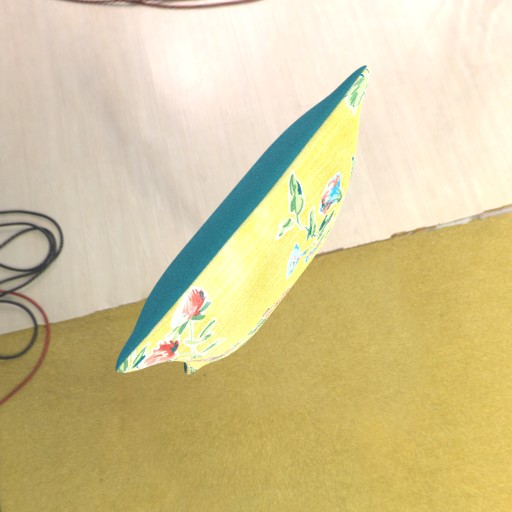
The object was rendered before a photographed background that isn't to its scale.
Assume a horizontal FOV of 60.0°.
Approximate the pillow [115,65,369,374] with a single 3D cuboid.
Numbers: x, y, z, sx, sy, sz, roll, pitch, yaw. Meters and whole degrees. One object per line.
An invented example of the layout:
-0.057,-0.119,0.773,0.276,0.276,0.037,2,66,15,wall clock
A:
0.000,0.000,0.811,0.166,0.508,0.525,37,79,9,pillow
